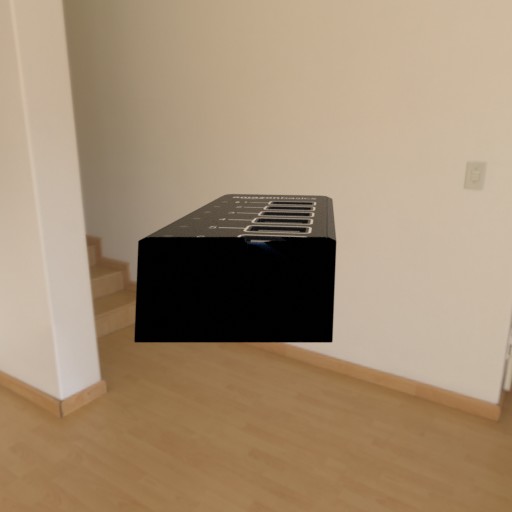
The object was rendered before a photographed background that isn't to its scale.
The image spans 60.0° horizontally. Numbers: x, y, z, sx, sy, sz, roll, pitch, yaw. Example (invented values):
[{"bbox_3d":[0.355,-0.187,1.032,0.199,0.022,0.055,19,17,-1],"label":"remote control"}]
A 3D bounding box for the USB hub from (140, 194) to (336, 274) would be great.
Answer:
[{"bbox_3d":[0.000,0.000,0.129,0.044,0.023,0.110,2,15,9],"label":"USB hub"}]
